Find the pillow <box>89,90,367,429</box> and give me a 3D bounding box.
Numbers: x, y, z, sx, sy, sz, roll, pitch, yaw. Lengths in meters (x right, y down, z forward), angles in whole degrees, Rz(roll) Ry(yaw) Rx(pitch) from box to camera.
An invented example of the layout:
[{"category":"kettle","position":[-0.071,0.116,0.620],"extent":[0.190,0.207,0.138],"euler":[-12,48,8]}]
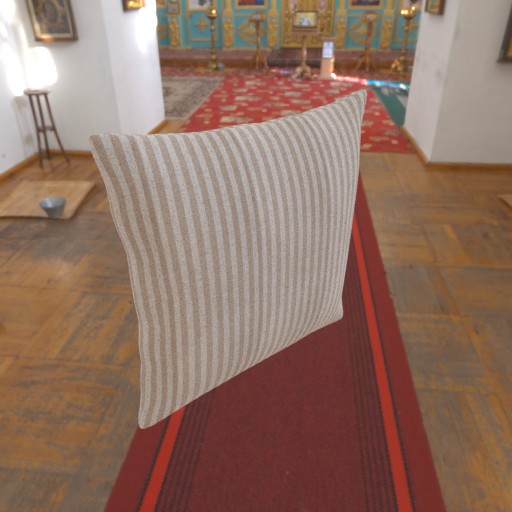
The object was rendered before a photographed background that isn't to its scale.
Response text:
[{"category":"pillow","position":[0.000,0.000,0.791],"extent":[0.523,0.510,0.166],"euler":[-22,36,-33]}]
